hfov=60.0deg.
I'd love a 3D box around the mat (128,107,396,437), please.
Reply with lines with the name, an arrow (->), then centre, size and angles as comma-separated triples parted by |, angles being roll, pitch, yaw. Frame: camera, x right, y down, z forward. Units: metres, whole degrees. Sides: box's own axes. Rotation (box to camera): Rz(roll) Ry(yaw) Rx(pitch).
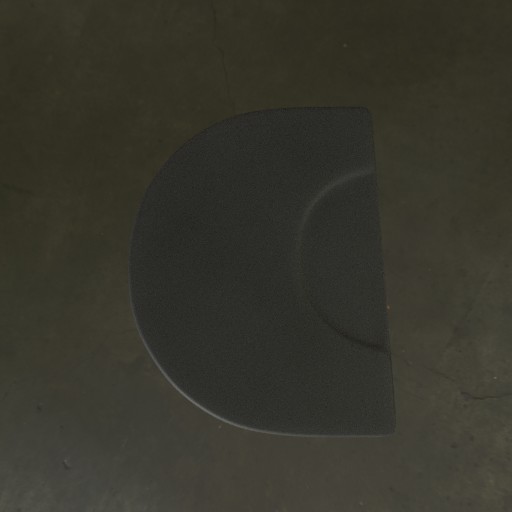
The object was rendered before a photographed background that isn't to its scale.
mat -> 0.000, 0.000, 1.596 | 0.917, 0.016, 1.220 | 0, 75, 0
